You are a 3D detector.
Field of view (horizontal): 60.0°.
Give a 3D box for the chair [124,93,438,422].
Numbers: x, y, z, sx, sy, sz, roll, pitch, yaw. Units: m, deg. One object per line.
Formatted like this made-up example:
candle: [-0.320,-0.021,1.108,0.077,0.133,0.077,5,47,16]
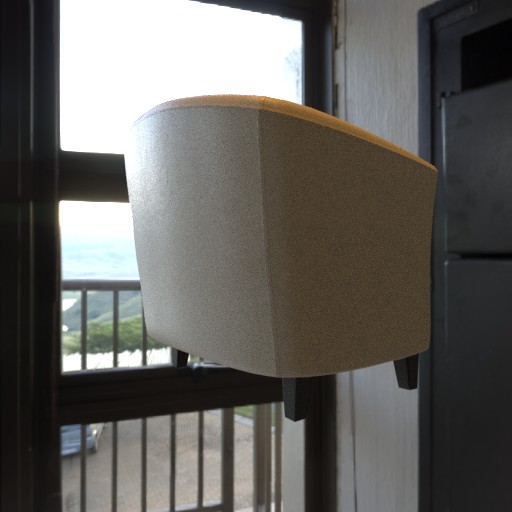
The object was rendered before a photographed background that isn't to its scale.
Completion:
chair: [0.000,0.000,1.340,0.727,0.756,0.792,0,-1,-35]
